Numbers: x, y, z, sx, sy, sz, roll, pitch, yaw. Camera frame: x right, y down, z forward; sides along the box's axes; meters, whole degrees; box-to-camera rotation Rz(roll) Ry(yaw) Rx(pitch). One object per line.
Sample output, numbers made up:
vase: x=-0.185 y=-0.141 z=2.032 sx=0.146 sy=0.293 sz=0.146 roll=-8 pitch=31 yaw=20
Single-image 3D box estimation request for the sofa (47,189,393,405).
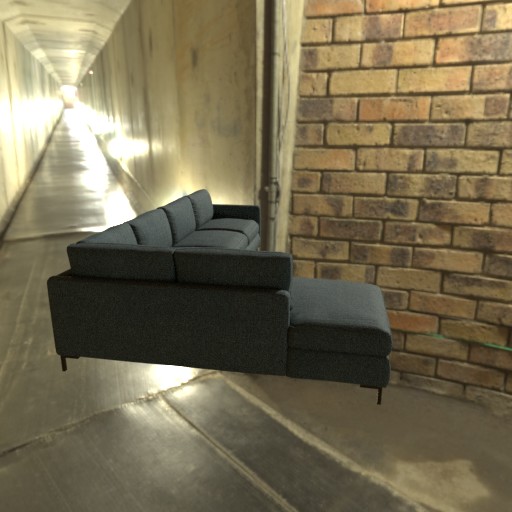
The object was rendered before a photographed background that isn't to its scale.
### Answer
sofa: x=0.000 y=0.000 z=3.858 sx=2.007 sy=0.815 sz=2.949 roll=3 pitch=16 yaw=10
